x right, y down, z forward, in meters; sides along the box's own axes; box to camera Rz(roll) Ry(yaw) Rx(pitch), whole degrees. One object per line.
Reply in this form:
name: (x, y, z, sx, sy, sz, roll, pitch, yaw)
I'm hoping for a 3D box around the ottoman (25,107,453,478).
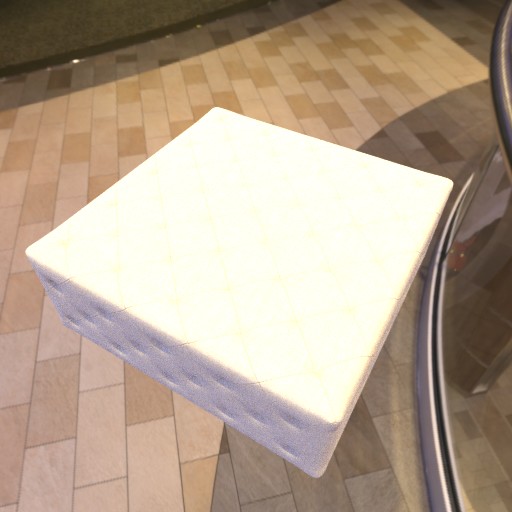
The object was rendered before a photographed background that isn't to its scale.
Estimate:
ottoman: (0.000, 0.000, 1.587, 1.028, 0.439, 1.028, 24, 51, 21)
